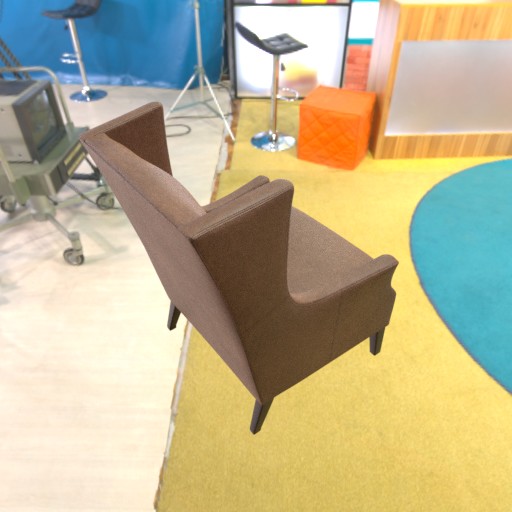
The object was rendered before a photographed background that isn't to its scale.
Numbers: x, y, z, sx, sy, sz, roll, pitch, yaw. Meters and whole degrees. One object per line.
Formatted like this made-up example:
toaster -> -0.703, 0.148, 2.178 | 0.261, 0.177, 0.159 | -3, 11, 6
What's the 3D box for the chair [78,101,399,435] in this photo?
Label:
chair -> 0.000, 0.000, 1.733 | 0.913, 1.088, 0.815 | -26, 46, -28
